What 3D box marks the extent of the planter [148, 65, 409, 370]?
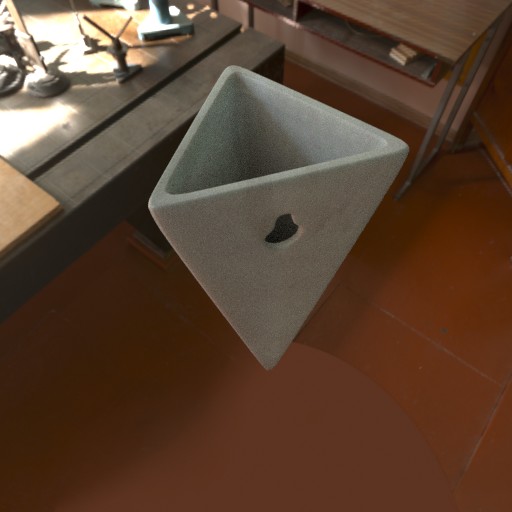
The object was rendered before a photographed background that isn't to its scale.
[{"bbox_3d":[0.000,0.000,0.275,0.101,0.224,0.081,-14,59,-9],"label":"planter"}]
